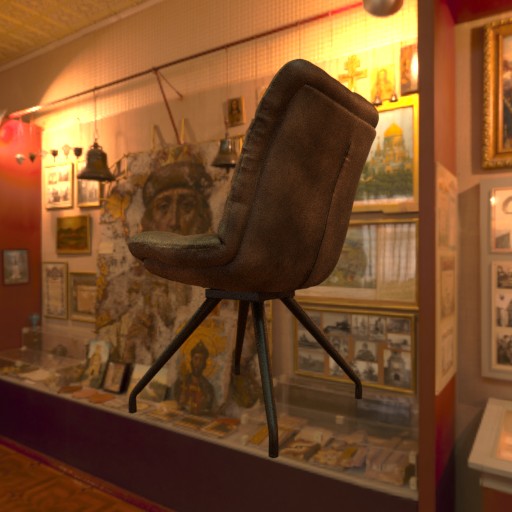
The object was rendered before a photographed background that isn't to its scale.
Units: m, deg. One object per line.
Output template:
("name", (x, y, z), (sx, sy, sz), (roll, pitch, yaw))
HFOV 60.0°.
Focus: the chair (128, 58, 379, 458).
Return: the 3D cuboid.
("chair", (0.000, 0.000, 1.284), (0.622, 0.870, 0.549), (0, 0, 35))
